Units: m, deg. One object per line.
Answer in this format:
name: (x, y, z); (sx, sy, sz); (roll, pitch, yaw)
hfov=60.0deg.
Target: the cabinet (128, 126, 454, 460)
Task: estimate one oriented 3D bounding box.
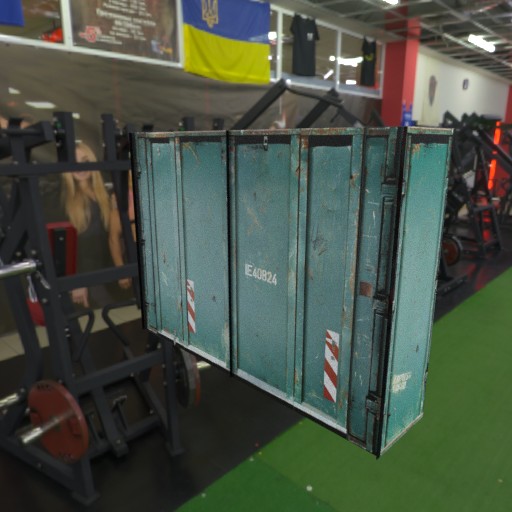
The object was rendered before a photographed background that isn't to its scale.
cabinet: (0.000, 0.000, 3.977); (0.680, 2.160, 3.001); (-14, 20, -43)
